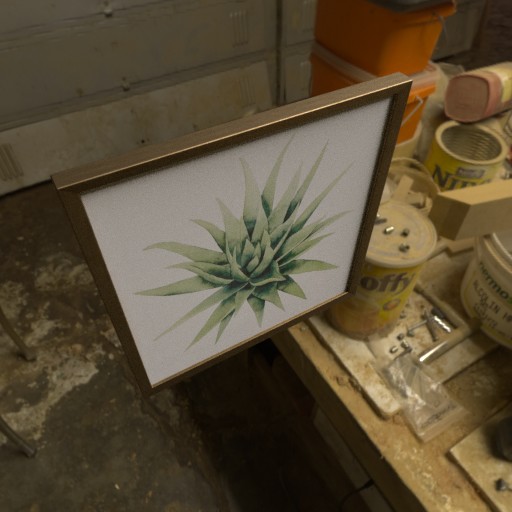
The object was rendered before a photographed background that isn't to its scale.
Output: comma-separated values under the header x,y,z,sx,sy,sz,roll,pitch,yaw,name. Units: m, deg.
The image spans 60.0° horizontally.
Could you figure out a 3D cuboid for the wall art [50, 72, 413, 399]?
x,y,z,sx,sy,sz,roll,pitch,yaw,name
0.000,0.000,0.747,0.503,0.506,0.030,-23,51,-20,wall art
